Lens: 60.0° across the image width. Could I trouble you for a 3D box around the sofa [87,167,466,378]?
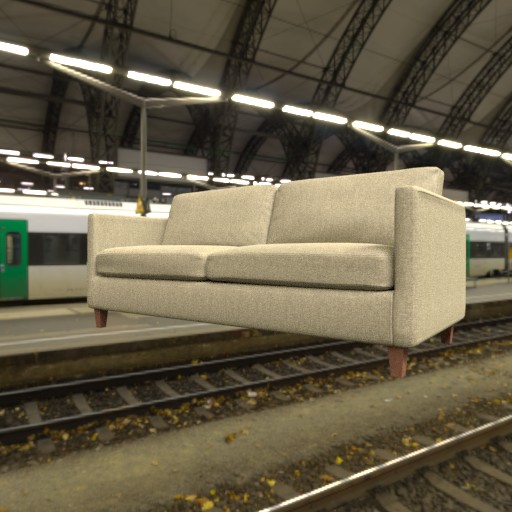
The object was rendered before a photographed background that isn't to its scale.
[{"bbox_3d":[0.000,0.000,2.712,2.208,0.960,0.956,0,1,36],"label":"sofa"}]
